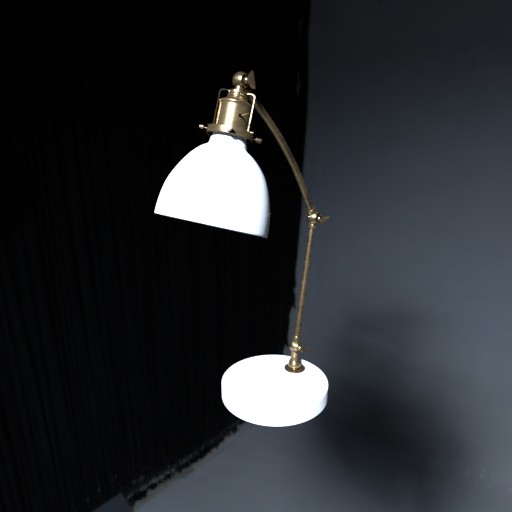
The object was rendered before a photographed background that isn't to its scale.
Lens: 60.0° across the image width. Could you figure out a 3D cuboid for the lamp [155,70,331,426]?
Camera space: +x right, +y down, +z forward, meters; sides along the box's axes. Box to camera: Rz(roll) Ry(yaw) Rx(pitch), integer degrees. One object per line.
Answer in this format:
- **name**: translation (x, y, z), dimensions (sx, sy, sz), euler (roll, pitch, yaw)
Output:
- **lamp**: translation (0.000, 0.000, 0.680), dimensions (0.186, 0.522, 0.317), euler (15, 21, 42)
